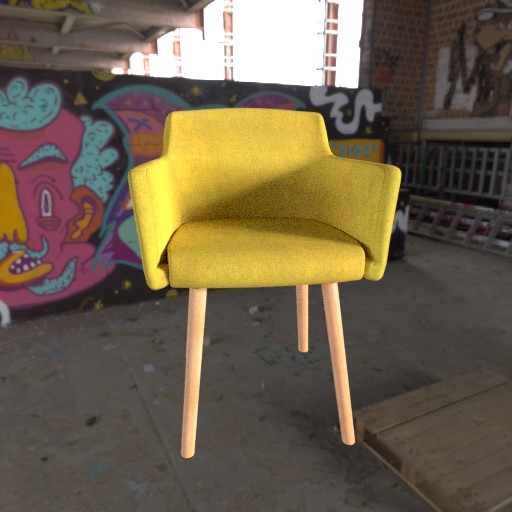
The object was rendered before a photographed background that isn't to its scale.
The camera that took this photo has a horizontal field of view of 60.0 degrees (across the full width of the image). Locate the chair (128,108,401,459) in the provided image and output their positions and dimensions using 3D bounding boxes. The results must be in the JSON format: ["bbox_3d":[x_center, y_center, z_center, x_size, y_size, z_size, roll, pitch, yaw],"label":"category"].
[{"bbox_3d":[0.000,0.000,1.185,0.570,0.780,0.570,-2,15,-7],"label":"chair"}]
